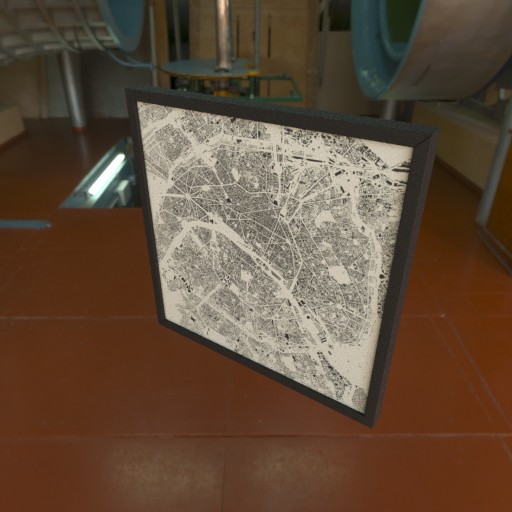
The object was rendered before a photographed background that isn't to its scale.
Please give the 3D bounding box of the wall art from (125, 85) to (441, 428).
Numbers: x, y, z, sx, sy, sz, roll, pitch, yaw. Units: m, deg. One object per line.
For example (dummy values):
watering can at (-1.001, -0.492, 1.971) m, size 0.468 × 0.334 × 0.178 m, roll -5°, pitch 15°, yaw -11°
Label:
wall art at (0.000, 0.000, 0.767) m, size 0.508 × 0.508 × 0.037 m, roll 19°, pitch 36°, yaw 29°
